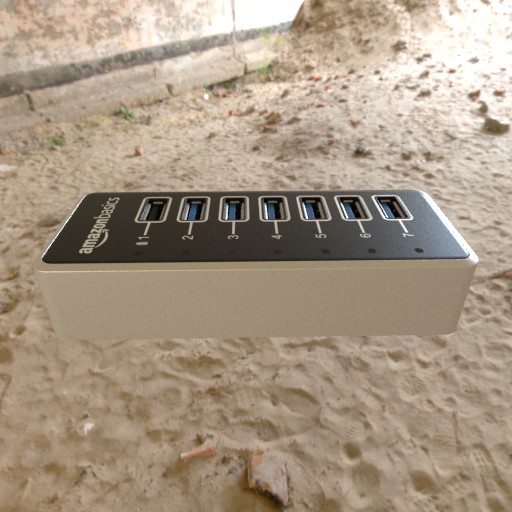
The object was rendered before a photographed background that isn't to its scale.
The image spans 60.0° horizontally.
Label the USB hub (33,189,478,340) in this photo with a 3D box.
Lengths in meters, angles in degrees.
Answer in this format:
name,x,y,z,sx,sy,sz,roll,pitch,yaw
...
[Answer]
name,x,y,z,sx,sy,sz,roll,pitch,yaw
USB hub,0.000,0.000,0.130,0.110,0.023,0.044,-1,33,-1
